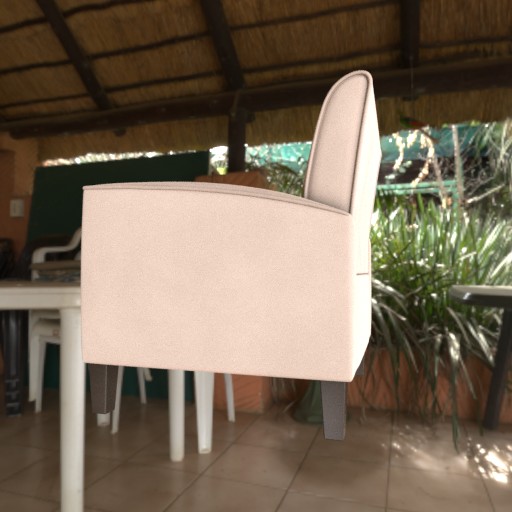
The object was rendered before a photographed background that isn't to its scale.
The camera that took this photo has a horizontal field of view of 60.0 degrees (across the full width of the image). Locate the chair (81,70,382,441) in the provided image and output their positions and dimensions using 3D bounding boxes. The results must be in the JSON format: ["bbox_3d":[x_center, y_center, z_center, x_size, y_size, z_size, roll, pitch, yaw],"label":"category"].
[{"bbox_3d":[0.000,0.000,1.525,0.820,0.915,0.820,-1,-2,17],"label":"chair"}]
